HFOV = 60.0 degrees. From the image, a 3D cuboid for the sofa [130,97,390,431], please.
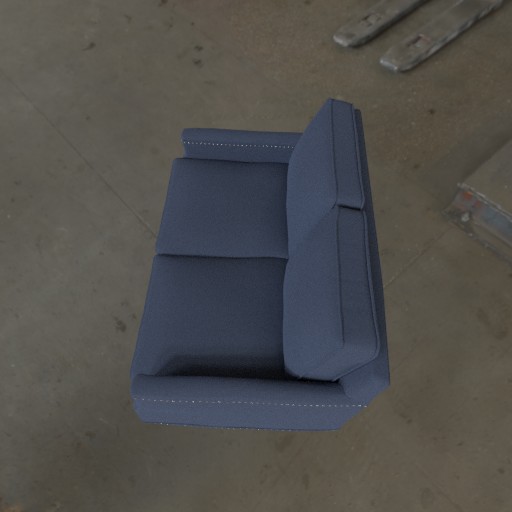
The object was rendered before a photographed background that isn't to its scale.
[{"bbox_3d":[0.000,0.000,2.317,1.084,1.003,1.597,2,58,2],"label":"sofa"}]
